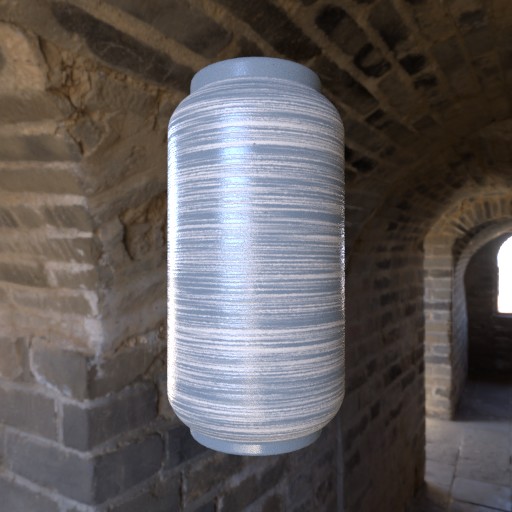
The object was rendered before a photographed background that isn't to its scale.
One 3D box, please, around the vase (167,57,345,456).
[{"bbox_3d":[0.000,0.000,0.297,0.116,0.230,0.116,0,-1,0],"label":"vase"}]
